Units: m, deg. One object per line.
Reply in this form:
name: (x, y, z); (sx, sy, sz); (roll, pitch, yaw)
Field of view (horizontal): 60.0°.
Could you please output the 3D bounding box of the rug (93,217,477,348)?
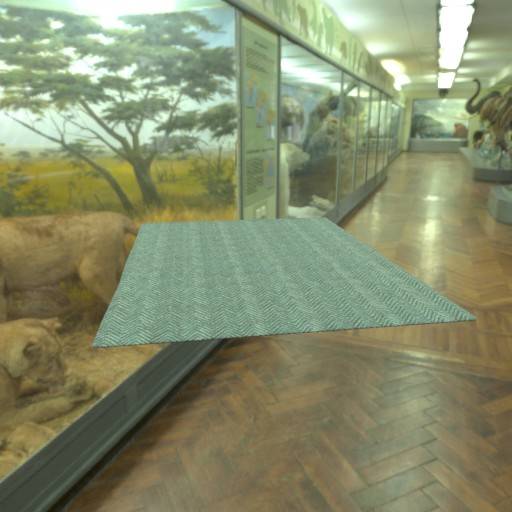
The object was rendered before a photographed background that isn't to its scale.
rug: (0.000, 0.000, 5.104); (2.894, 0.011, 3.957); (-3, 17, -9)
